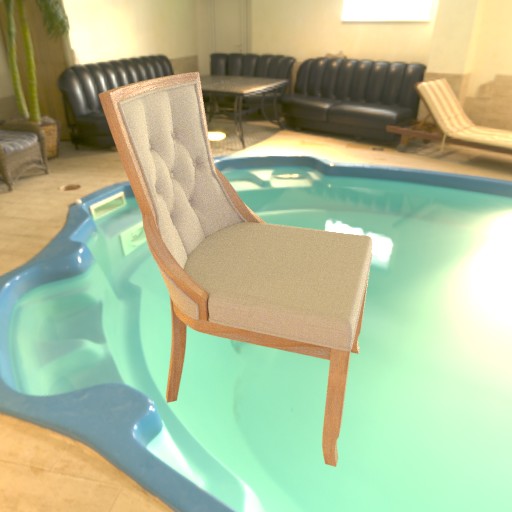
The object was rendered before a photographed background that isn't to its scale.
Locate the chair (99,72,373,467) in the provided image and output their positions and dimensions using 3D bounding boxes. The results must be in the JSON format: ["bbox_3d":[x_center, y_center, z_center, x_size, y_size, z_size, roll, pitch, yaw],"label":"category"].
[{"bbox_3d":[0.000,0.000,1.303,0.641,0.947,0.524,9,30,16],"label":"chair"}]
